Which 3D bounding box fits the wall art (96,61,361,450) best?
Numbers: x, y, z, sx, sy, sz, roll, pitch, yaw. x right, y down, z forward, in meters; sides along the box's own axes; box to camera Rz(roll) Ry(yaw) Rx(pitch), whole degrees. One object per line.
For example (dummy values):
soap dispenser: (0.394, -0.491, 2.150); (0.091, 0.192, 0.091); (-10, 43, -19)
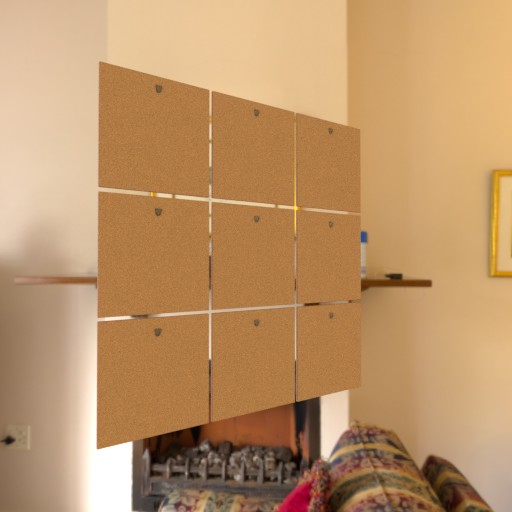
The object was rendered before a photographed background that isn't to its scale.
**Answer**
wall art: (0.000, 0.000, 2.197); (1.533, 1.532, 0.019); (1, -1, -36)
